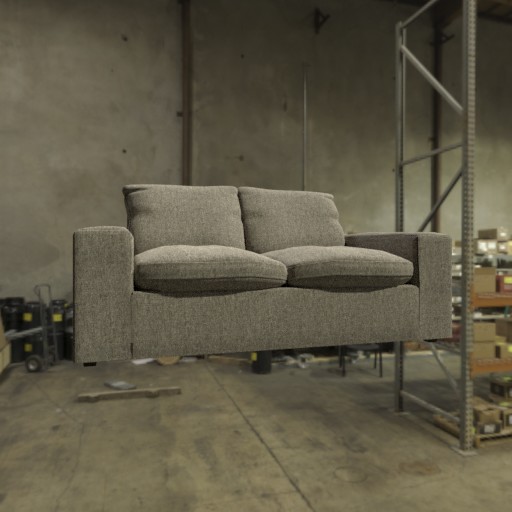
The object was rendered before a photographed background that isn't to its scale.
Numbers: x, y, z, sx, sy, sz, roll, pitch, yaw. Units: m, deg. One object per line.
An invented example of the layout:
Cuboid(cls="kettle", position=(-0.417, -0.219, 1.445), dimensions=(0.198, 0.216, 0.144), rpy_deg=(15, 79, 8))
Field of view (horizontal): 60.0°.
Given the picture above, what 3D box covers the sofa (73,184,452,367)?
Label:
Cuboid(cls="sofa", position=(0.000, 0.000, 2.400), dimensions=(1.758, 0.877, 1.094), rpy_deg=(0, 0, -17))
